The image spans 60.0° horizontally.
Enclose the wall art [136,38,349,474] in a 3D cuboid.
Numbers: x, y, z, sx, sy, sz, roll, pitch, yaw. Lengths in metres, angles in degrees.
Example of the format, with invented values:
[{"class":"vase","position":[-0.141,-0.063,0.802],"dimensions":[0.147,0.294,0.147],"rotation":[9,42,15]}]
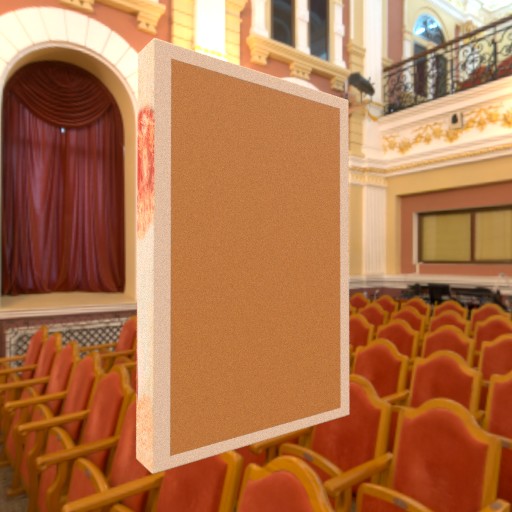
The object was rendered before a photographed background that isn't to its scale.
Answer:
[{"class":"wall art","position":[0.000,0.000,0.475],"dimensions":[0.251,0.380,0.039],"rotation":[1,-1,-37]}]
